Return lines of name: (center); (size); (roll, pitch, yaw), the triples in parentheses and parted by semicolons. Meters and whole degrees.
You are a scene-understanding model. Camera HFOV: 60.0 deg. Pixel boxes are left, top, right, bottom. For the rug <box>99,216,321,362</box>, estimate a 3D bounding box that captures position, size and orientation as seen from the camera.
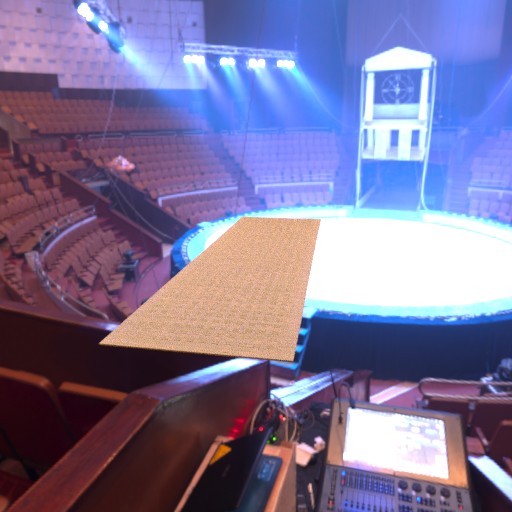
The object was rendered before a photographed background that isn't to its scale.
rug: (0.000, 0.000, 2.657); (0.686, 0.006, 2.437); (3, 16, 10)
